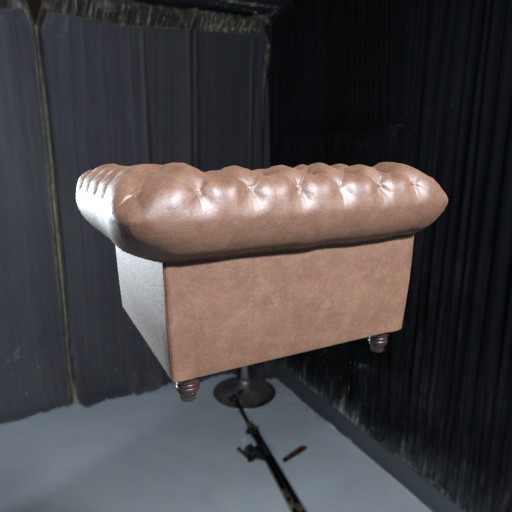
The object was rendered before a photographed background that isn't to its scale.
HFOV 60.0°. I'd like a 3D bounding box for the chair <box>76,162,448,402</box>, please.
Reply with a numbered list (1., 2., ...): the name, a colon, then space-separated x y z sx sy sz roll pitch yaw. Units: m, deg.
1. chair: 0.000 0.000 1.865 1.298 0.784 0.954 -7 14 -26
